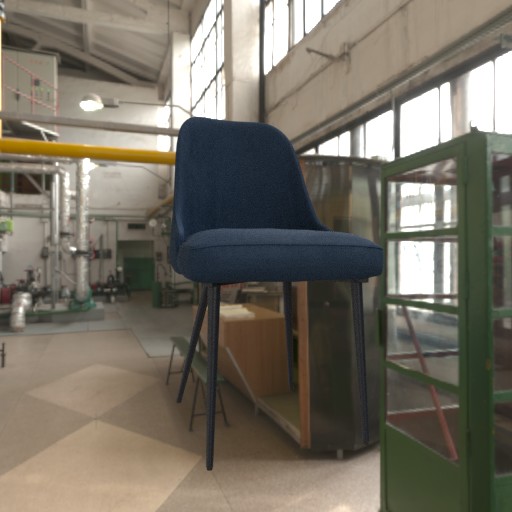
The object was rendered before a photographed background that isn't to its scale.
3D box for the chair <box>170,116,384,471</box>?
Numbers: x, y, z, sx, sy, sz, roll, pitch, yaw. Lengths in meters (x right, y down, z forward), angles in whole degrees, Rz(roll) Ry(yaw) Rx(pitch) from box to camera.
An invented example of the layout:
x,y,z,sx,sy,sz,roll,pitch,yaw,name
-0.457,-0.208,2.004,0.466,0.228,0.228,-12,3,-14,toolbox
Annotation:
x,y,z,sx,sy,sz,roll,pitch,yaw,name
0.000,0.000,1.221,0.478,0.896,0.559,0,1,-19,chair
